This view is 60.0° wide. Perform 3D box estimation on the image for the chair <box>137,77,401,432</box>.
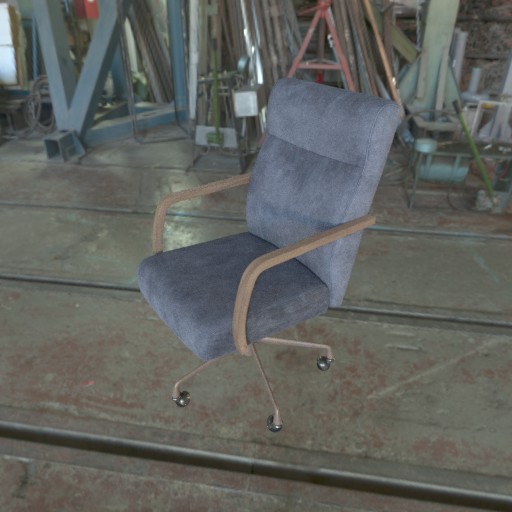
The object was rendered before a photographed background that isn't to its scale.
[{"bbox_3d":[0.000,0.000,1.511,0.741,1.029,0.640,-21,37,-30],"label":"chair"}]
